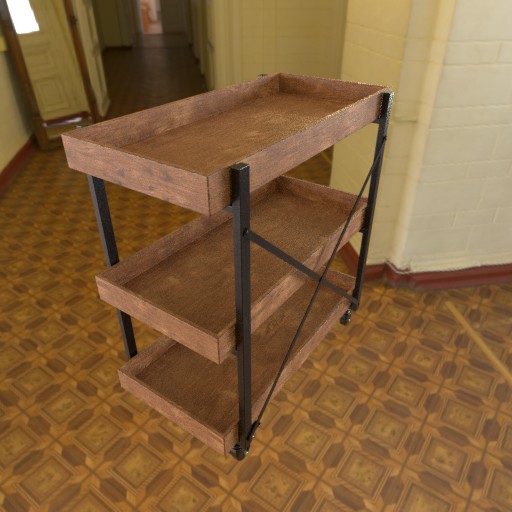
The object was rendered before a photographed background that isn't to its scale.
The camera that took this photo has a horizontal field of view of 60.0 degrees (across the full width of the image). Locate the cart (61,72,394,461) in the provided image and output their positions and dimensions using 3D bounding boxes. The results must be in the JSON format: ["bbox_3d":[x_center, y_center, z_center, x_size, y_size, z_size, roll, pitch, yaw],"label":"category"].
[{"bbox_3d":[0.000,0.000,1.214,0.411,0.800,0.750,21,38,29],"label":"cart"}]
